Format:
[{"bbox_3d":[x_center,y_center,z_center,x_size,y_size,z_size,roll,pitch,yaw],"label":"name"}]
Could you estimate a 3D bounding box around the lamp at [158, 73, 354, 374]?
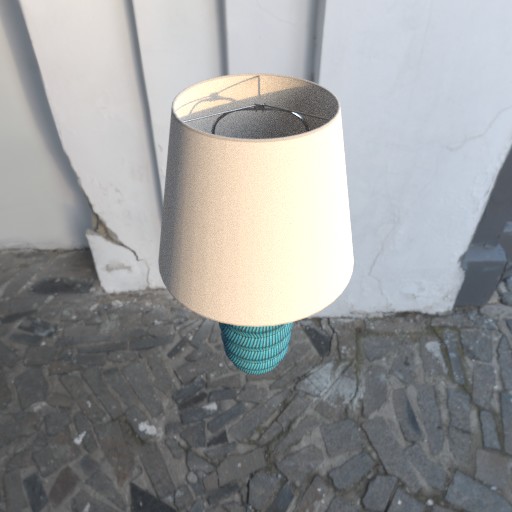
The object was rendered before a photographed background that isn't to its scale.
[{"bbox_3d":[0.000,0.000,0.823,0.355,0.582,0.355,0,41,0],"label":"lamp"}]
